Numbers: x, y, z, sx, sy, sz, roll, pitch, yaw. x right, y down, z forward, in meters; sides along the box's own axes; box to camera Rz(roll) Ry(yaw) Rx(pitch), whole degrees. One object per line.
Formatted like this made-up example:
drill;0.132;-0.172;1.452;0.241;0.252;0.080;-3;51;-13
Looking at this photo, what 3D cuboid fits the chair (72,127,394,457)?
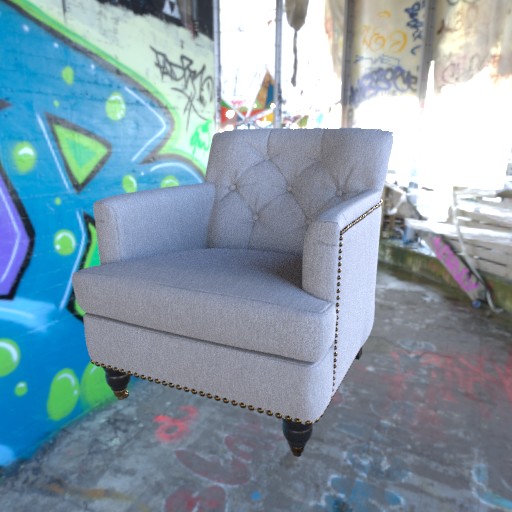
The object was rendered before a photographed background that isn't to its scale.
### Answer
chair;0.000;0.000;1.451;0.737;0.823;0.902;7;16;25
